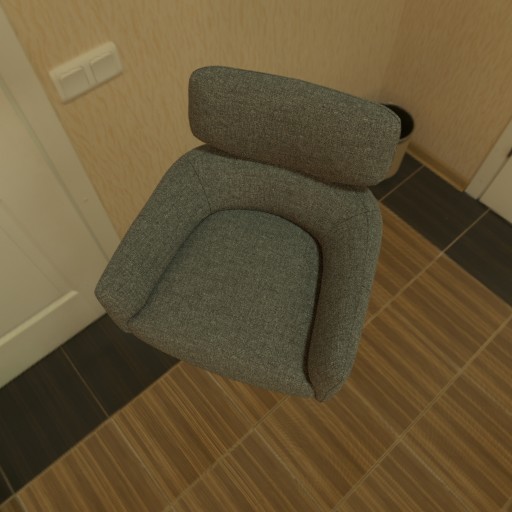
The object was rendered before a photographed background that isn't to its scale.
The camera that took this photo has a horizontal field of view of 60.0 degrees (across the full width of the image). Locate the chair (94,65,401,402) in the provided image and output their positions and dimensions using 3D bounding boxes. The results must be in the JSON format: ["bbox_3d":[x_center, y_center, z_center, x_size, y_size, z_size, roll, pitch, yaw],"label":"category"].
[{"bbox_3d":[0.000,0.000,1.364,0.706,0.812,0.715,17,62,10],"label":"chair"}]
